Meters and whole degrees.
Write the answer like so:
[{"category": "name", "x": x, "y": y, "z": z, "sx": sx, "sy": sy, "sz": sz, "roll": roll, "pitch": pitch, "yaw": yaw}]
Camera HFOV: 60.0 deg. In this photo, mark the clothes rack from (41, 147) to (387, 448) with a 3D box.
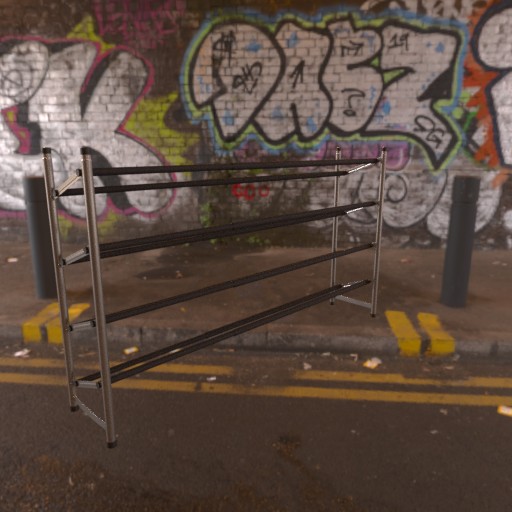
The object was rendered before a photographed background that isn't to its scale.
[{"category": "clothes rack", "x": 0.000, "y": 0.000, "z": 1.410, "sx": 1.168, "sy": 0.672, "sz": 0.229, "roll": -13, "pitch": 19, "yaw": -43}]
